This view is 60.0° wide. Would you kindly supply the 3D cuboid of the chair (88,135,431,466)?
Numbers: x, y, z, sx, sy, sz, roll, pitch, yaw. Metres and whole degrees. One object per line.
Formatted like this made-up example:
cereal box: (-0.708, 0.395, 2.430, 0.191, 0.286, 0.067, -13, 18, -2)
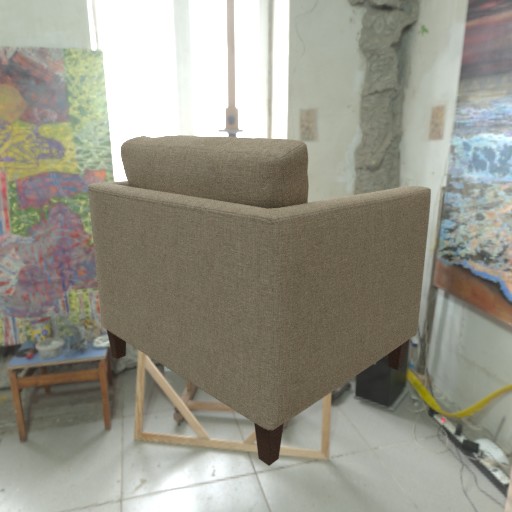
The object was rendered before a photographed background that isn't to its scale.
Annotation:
chair: (0.000, 0.000, 1.876, 0.959, 0.987, 1.107, -15, 21, -43)
